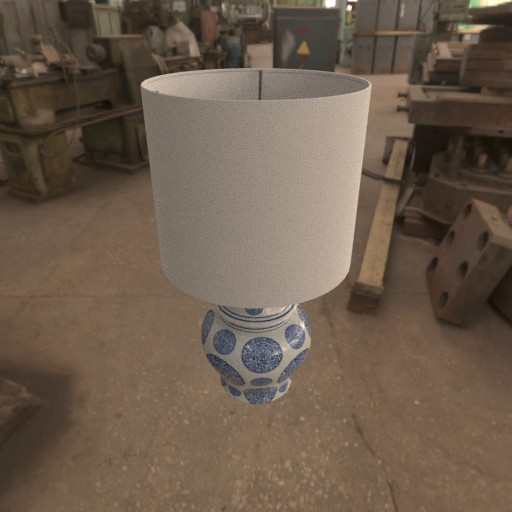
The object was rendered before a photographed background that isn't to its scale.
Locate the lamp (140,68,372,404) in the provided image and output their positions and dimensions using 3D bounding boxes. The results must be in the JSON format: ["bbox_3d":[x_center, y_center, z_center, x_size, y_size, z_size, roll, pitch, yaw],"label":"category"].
[{"bbox_3d":[0.000,0.000,0.514,0.215,0.381,0.215,1,29,3],"label":"lamp"}]
